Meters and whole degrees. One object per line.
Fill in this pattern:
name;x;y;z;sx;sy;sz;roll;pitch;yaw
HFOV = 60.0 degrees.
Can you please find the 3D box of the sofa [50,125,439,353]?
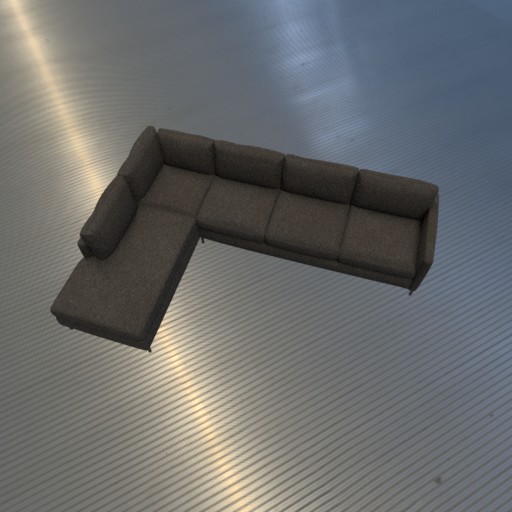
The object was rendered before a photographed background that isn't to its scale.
sofa;0.000;0.000;3.885;2.949;0.815;2.007;14;58;9
